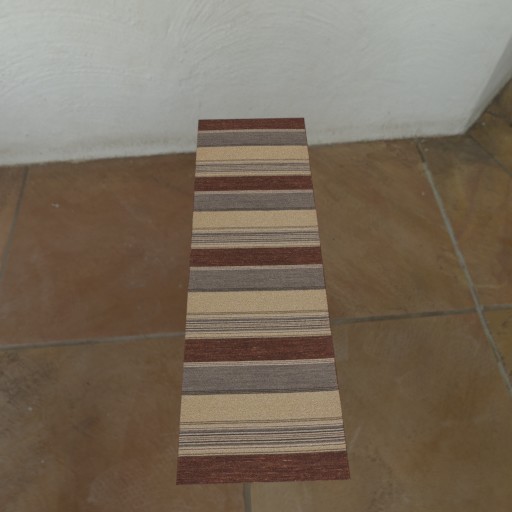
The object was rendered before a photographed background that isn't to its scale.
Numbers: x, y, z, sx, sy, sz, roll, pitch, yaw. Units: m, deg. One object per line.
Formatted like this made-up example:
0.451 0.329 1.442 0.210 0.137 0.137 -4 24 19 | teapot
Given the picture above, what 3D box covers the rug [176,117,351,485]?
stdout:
0.000 0.000 2.664 0.792 0.006 2.437 -1 57 -1 | rug
